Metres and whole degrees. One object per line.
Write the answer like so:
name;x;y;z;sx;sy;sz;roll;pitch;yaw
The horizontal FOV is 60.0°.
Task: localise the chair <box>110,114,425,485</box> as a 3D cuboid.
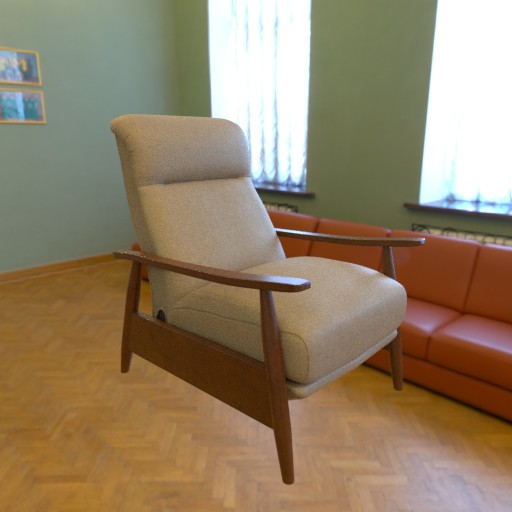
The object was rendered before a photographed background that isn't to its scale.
chair;0.000;0.000;1.747;1.030;1.082;0.762;14;20;42
